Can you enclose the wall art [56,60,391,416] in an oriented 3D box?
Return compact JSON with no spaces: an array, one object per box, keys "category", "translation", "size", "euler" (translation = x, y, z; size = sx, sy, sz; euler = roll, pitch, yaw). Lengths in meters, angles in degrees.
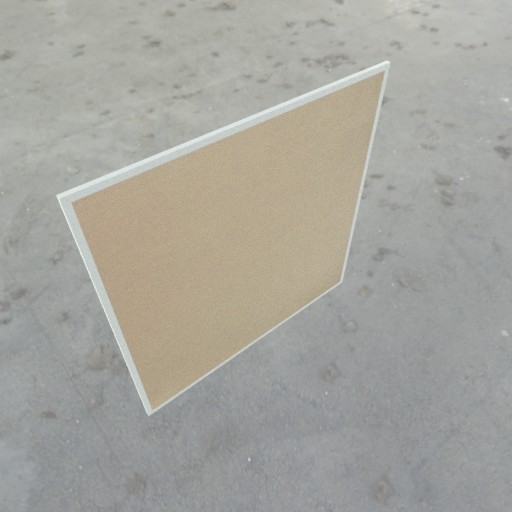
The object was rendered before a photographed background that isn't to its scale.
[{"category":"wall art","translation":[0.000,0.000,1.173],"size":[0.809,0.809,0.012],"euler":[-30,54,-26]}]
